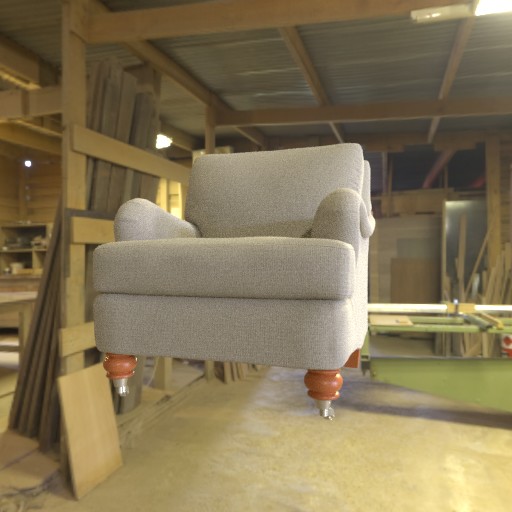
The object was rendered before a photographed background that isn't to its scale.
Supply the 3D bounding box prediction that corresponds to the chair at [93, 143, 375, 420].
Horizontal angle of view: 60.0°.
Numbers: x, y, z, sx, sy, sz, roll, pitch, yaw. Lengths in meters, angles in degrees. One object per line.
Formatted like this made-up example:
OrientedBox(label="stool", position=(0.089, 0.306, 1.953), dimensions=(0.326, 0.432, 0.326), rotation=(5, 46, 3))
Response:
OrientedBox(label="chair", position=(0.000, 0.000, 1.902), dimensions=(0.955, 1.038, 1.070), rotation=(0, 0, 18))
